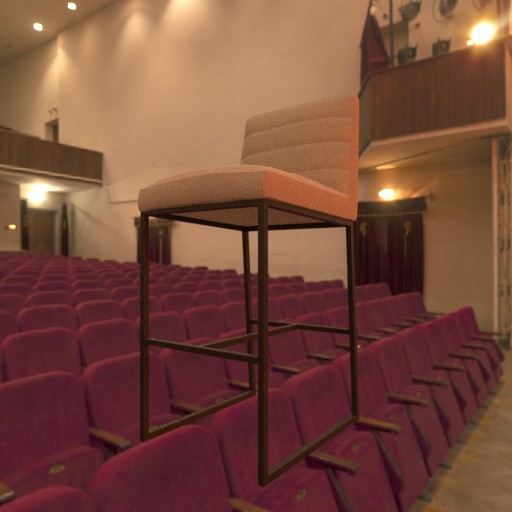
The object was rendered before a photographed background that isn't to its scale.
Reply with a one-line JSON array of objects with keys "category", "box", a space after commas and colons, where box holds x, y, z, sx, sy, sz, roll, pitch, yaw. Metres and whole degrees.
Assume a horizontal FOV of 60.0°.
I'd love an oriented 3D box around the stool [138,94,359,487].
[{"category": "stool", "box": [0.000, 0.000, 1.358, 0.464, 1.061, 0.573, 0, 0, 36]}]
